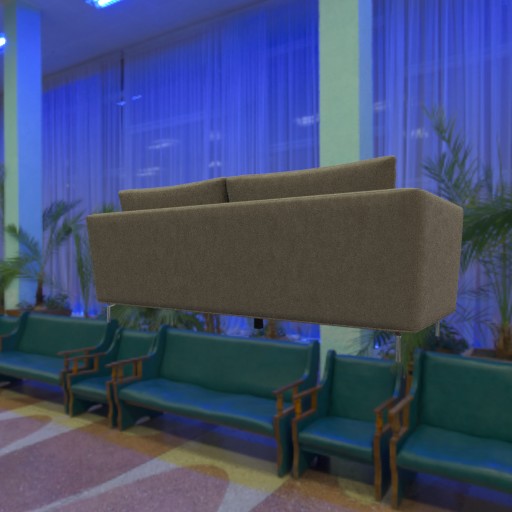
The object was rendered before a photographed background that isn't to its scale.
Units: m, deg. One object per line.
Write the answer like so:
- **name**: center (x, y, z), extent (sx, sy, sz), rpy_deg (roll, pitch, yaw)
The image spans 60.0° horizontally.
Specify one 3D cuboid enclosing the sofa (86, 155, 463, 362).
- **sofa**: center (0.000, 0.000, 2.616), extent (2.121, 0.864, 0.889), rpy_deg (0, 0, 35)
